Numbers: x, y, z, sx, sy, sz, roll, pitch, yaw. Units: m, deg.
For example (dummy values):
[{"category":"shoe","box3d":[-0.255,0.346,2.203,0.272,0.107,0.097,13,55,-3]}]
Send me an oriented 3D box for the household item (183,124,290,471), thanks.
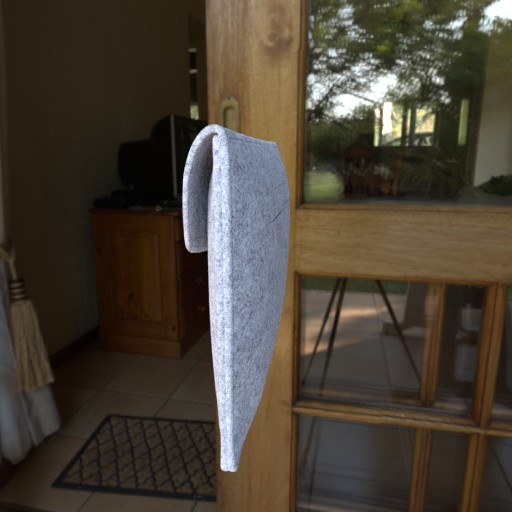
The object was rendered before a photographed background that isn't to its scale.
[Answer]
[{"category":"household item","box3d":[0.000,0.000,0.424,0.057,0.221,0.335,2,13,7]}]
